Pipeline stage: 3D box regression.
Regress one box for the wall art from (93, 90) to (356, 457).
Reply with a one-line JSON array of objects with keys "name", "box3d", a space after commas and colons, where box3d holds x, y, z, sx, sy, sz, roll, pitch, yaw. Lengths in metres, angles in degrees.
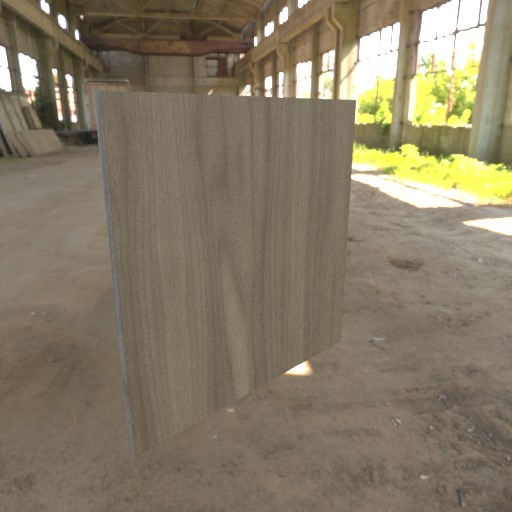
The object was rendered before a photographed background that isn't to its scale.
[{"name": "wall art", "box3d": [0.000, 0.000, 0.748, 0.508, 0.507, 0.016, -16, 24, -41]}]
